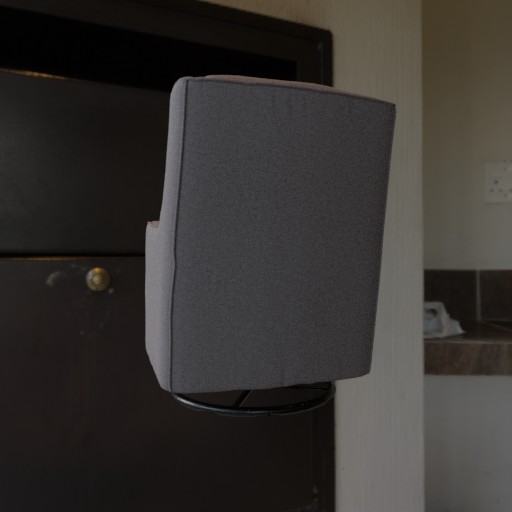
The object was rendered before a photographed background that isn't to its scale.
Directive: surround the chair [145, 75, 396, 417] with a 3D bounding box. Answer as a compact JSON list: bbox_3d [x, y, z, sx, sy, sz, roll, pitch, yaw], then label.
[{"bbox_3d":[0.000,0.000,1.621,0.732,0.993,0.879,0,-1,-18],"label":"chair"}]
